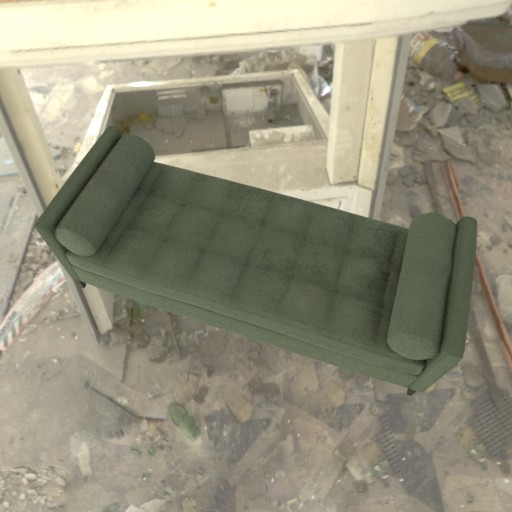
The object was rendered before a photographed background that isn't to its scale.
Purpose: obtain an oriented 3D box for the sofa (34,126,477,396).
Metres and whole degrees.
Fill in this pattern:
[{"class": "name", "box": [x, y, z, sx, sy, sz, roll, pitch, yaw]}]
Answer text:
[{"class": "sofa", "box": [0.000, 0.000, 2.481, 2.130, 0.681, 0.817, 16, 60, 10]}]
